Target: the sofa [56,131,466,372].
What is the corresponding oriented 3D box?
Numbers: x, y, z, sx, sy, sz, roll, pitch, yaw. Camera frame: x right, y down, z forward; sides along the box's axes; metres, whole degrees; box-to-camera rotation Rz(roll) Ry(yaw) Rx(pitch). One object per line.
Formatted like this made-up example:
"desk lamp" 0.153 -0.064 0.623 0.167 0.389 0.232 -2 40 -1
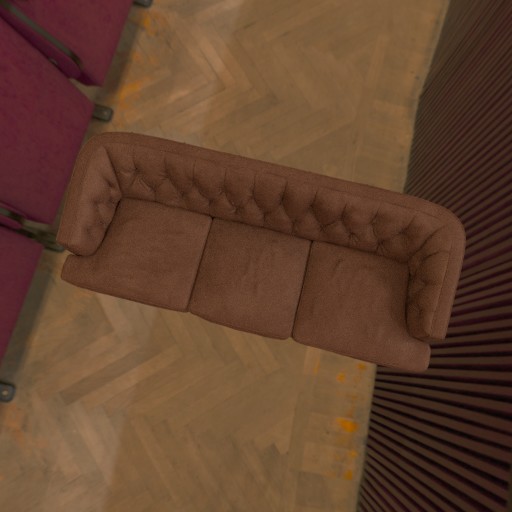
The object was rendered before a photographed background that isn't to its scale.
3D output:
"sofa" 0.000 0.000 2.724 2.227 0.787 0.927 14 77 3
